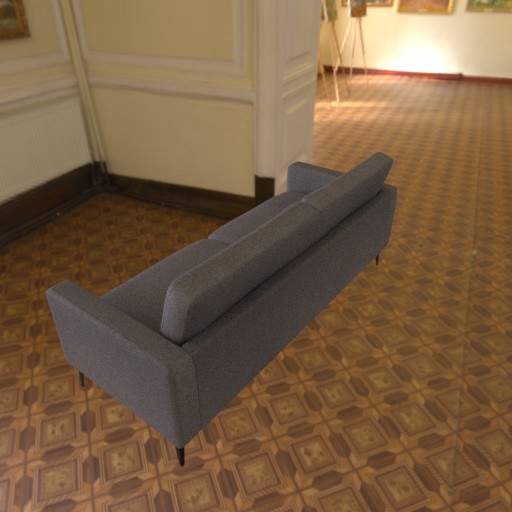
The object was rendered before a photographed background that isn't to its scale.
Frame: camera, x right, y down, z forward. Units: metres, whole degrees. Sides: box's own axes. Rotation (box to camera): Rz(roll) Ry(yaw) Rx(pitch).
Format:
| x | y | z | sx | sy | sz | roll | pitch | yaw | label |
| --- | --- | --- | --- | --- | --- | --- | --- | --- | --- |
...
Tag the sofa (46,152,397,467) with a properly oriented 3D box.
| x | y | z | sx | sy | sz | roll | pitch | yaw | label |
| --- | --- | --- | --- | --- | --- | --- | --- | --- | --- |
| 0.000 | 0.000 | 2.380 | 0.774 | 0.828 | 1.925 | 22 | 38 | 31 | sofa |
